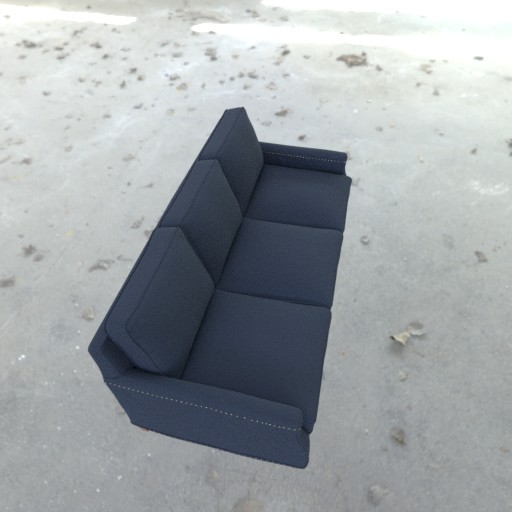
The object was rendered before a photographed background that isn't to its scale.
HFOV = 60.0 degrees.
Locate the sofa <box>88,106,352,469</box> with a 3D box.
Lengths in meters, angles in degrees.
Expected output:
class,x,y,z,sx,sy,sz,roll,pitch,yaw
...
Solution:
class,x,y,z,sx,sy,sz,roll,pitch,yaw
sofa,0.000,0.000,2.888,1.084,1.003,2.246,10,47,9
